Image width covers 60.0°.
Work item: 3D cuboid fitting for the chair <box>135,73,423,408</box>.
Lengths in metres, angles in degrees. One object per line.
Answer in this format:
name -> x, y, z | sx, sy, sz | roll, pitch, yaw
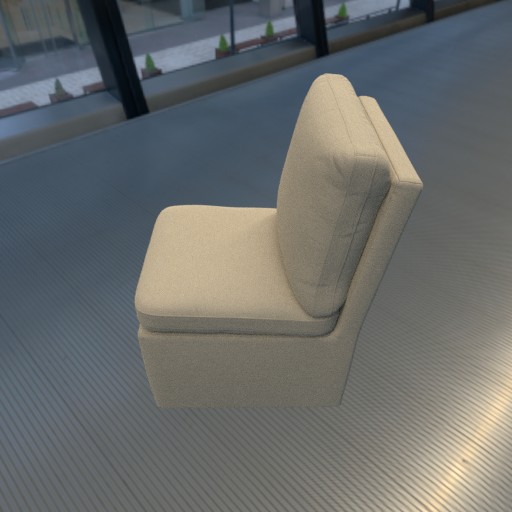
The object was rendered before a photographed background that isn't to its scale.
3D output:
chair -> 0.000, 0.000, 1.341 | 0.698, 0.927, 0.503 | 0, 40, 0
